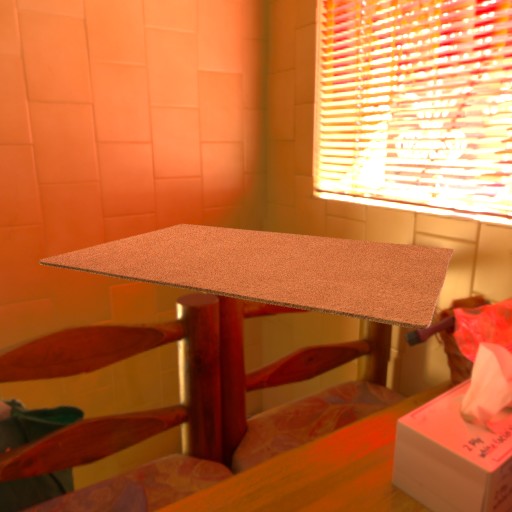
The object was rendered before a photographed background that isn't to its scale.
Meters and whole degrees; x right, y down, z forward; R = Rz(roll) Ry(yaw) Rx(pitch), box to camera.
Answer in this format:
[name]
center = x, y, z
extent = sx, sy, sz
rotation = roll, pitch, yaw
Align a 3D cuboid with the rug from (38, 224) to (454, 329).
[rug]
center = 0.000, 0.000, 3.412
extent = 2.700, 0.024, 1.801
rotation = 7, 15, 26
